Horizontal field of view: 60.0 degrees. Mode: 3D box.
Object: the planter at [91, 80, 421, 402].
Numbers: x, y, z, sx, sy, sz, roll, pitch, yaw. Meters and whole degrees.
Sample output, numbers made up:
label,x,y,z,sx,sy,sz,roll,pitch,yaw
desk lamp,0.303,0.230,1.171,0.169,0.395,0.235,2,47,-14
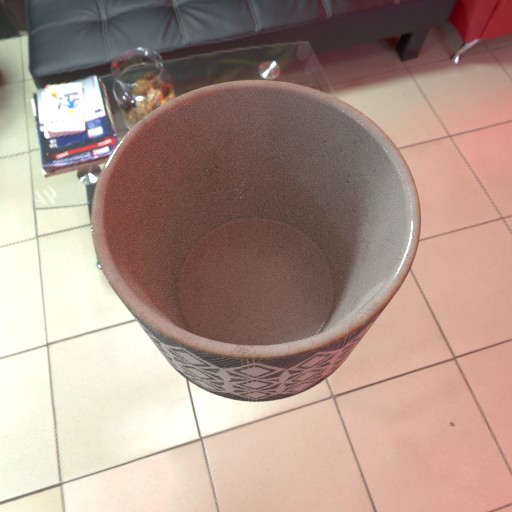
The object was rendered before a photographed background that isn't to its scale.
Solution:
label,x,y,z,sx,sy,sz,roll,pitch,yaw
planter,0.000,0.000,0.218,0.126,0.104,0.126,0,63,0
